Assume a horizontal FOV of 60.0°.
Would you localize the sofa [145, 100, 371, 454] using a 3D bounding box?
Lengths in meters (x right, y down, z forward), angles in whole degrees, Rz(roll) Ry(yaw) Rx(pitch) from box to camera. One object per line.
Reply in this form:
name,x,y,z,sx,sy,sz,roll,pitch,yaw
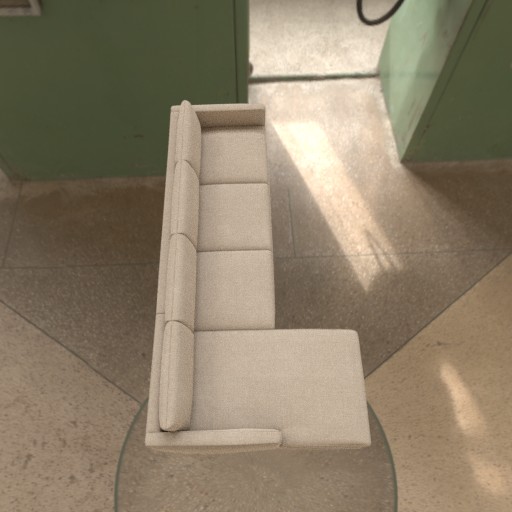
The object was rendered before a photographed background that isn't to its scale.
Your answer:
sofa,0.000,0.000,3.604,1.469,0.816,2.923,-1,63,-1
